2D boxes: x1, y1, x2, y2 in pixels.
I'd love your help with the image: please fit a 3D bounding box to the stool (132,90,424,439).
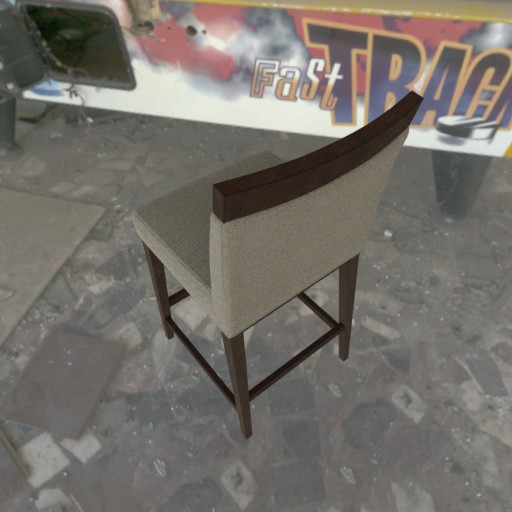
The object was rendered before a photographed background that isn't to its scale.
[{"bbox_3d":[0.000,0.000,1.289,0.512,1.009,0.531,-30,54,-25],"label":"stool"}]
